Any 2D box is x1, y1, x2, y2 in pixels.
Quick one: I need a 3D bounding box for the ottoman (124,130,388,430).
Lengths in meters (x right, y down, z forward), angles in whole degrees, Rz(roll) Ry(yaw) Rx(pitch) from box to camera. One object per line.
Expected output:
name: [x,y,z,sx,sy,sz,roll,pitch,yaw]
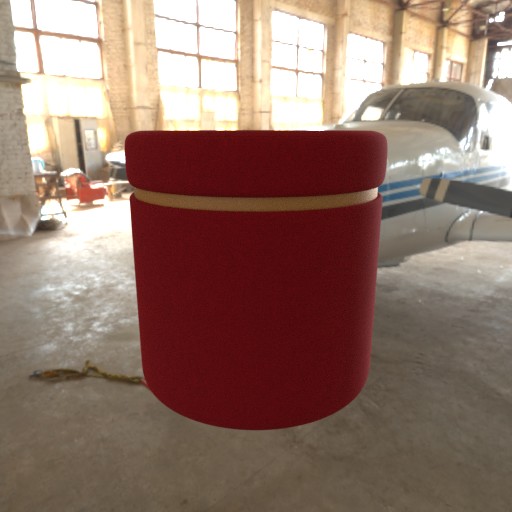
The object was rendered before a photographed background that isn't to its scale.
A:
ottoman: [0.000,0.000,0.746,0.400,0.406,0.400,0,15,0]
